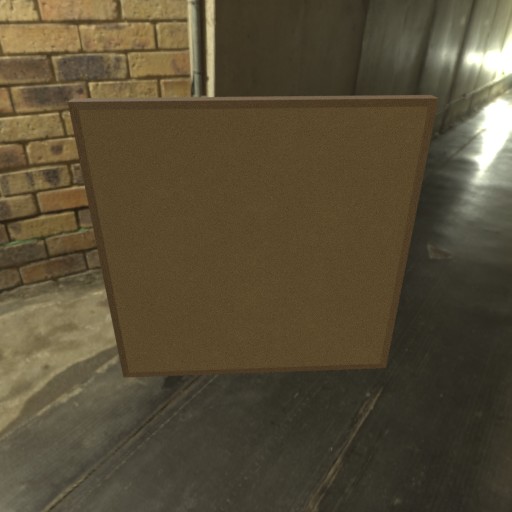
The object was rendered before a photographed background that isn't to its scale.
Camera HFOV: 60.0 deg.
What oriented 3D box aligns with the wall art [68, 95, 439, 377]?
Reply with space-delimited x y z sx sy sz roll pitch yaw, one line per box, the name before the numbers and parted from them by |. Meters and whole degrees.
wall art | 0.000 0.000 1.114 0.761 0.758 0.038 -1 30 -2
